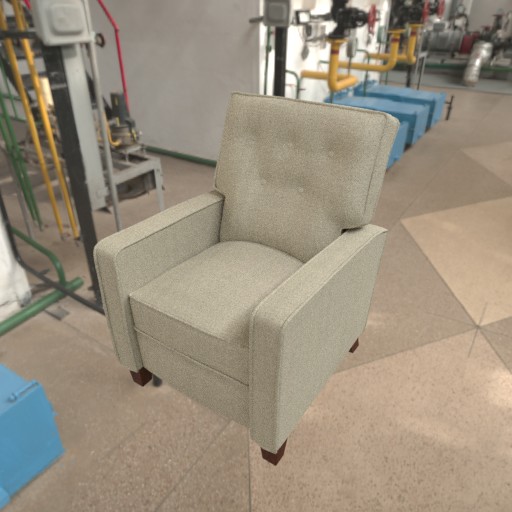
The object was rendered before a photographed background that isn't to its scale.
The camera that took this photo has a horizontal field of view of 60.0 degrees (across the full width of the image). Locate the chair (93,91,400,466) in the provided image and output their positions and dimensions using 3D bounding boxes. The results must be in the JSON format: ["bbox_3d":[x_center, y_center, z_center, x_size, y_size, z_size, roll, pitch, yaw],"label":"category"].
[{"bbox_3d":[0.000,0.000,1.431,0.648,0.888,0.754,19,36,29],"label":"chair"}]
